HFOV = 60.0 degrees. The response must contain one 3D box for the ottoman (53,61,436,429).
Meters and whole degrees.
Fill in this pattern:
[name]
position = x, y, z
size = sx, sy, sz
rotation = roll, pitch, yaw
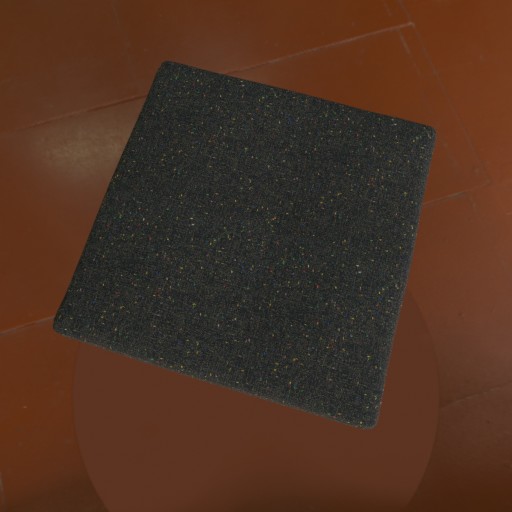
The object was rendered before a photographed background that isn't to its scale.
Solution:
[ottoman]
position = 0.000, 0.000, 0.887
size = 0.508, 0.432, 0.508
rotation = 16, 75, 4
